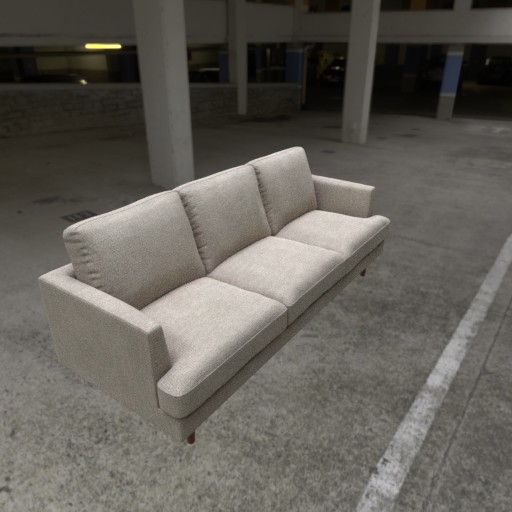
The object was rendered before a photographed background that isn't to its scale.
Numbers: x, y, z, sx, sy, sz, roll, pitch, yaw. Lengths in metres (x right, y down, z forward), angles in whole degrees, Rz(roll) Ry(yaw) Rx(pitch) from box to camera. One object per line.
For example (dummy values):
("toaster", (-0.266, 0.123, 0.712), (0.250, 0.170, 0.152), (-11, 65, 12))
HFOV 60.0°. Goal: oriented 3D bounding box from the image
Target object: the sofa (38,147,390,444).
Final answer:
("sofa", (0.000, 0.000, 2.705), (0.903, 0.930, 2.246), (18, 31, 31))
